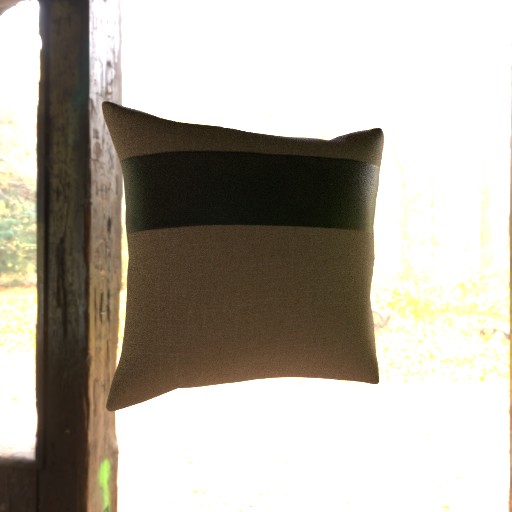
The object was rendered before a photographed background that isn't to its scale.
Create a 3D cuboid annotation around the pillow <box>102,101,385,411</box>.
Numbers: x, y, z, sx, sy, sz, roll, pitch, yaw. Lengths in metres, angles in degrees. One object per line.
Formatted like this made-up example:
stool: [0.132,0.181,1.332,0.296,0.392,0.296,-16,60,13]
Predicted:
pillow: [0.000,0.000,0.630,0.414,0.399,0.173,0,0,-18]
